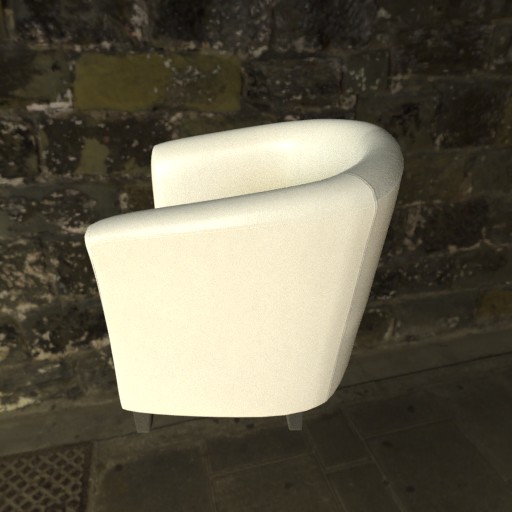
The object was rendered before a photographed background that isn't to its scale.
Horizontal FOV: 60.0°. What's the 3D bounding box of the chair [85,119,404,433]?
[{"bbox_3d":[0.000,0.000,1.345,0.727,0.756,0.792,0,27,-1],"label":"chair"}]
